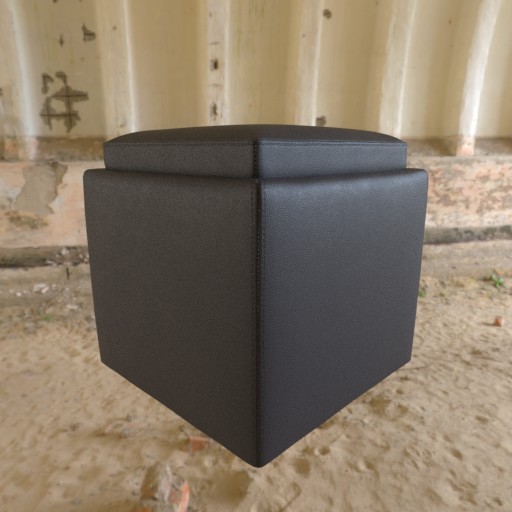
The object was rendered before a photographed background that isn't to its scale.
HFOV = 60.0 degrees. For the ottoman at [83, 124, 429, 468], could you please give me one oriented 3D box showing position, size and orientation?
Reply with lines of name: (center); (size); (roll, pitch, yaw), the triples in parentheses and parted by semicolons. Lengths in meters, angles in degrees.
ottoman: (0.000, 0.000, 0.820); (0.450, 0.460, 0.451); (13, 19, 43)
